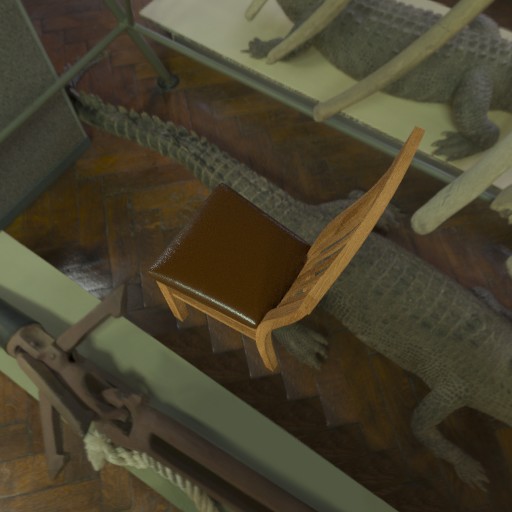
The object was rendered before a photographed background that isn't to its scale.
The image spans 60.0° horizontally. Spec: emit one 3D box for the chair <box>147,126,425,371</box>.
[{"bbox_3d":[0.000,0.000,1.382,0.580,1.050,0.450,30,68,14],"label":"chair"}]
